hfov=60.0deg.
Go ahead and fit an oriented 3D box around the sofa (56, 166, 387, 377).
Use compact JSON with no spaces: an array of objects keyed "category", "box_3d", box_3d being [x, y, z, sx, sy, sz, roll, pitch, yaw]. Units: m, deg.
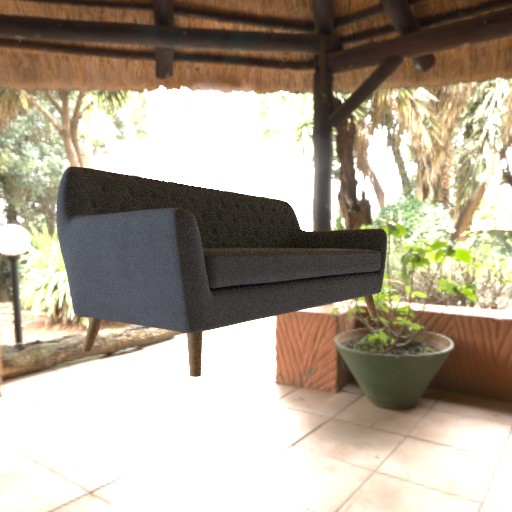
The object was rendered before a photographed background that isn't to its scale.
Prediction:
[{"category":"sofa","box_3d":[0.000,0.000,2.476,0.830,0.830,1.970,1,1,36]}]
